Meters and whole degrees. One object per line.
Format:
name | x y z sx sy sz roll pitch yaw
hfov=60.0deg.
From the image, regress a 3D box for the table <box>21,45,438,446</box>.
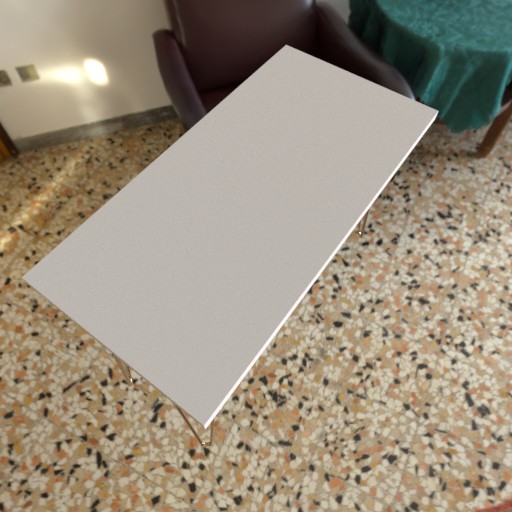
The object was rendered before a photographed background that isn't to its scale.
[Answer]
table | 0.000 0.000 1.341 0.498 0.660 0.991 32 64 18
